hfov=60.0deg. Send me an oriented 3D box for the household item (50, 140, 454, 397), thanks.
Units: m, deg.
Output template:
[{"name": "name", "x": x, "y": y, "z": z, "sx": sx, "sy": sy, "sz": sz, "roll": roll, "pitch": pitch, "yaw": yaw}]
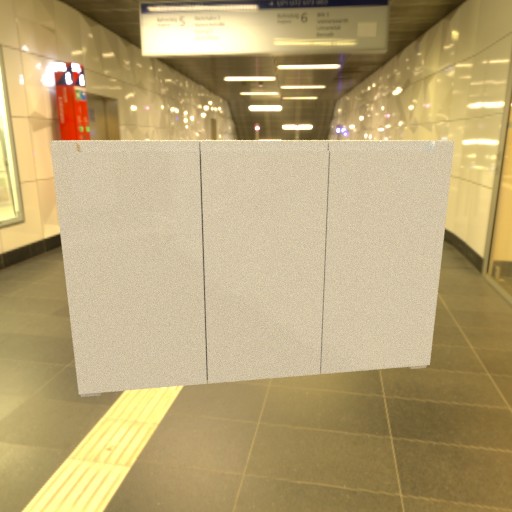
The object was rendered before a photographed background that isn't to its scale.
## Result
[{"name": "household item", "x": 0.000, "y": 0.000, "z": 1.718, "sx": 1.300, "sy": 0.867, "sz": 0.420, "roll": -2, "pitch": 15, "yaw": -9}]
